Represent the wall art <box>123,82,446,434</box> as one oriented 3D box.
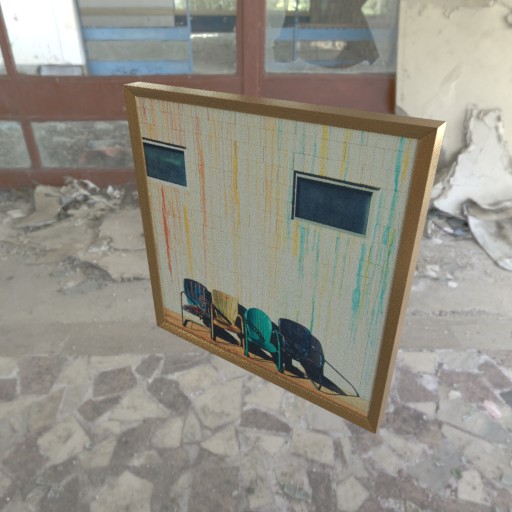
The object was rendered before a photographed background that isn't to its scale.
[{"bbox_3d":[0.000,0.000,0.747,0.505,0.505,0.037,19,35,29],"label":"wall art"}]
